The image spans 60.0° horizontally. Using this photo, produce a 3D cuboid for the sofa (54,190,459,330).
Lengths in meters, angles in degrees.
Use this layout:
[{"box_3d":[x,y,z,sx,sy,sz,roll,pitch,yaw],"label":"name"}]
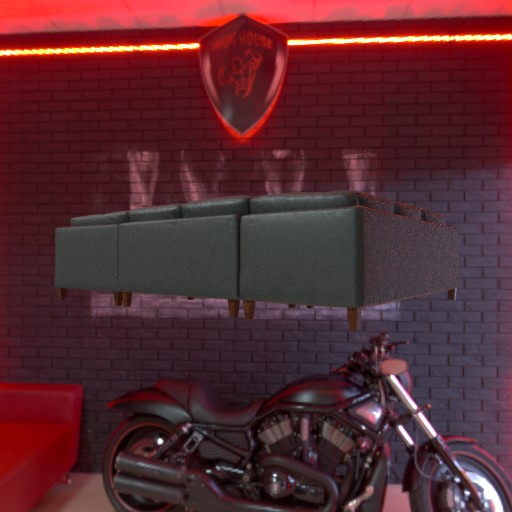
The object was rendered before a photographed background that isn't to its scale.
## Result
[{"box_3d":[0.000,0.000,4.666,3.460,0.923,2.593,0,0,37],"label":"sofa"}]
